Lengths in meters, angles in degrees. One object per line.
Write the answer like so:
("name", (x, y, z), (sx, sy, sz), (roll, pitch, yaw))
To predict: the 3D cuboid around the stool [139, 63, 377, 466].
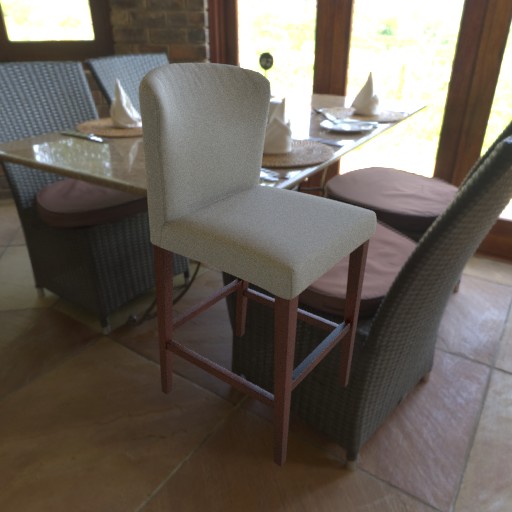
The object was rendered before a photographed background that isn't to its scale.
("stool", (0.000, 0.000, 1.360), (0.568, 1.069, 0.479), (19, 33, 33))
